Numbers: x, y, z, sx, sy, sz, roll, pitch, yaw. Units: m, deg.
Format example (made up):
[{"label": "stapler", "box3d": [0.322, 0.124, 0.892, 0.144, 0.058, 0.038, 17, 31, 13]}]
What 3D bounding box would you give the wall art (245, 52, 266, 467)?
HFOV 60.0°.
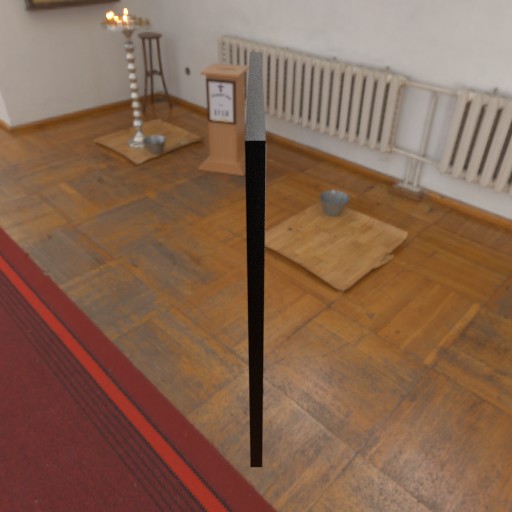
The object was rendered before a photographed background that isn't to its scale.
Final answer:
[{"label": "wall art", "box3d": [0.000, 0.000, 1.422, 0.040, 1.062, 0.805, 0, 35, 0]}]
